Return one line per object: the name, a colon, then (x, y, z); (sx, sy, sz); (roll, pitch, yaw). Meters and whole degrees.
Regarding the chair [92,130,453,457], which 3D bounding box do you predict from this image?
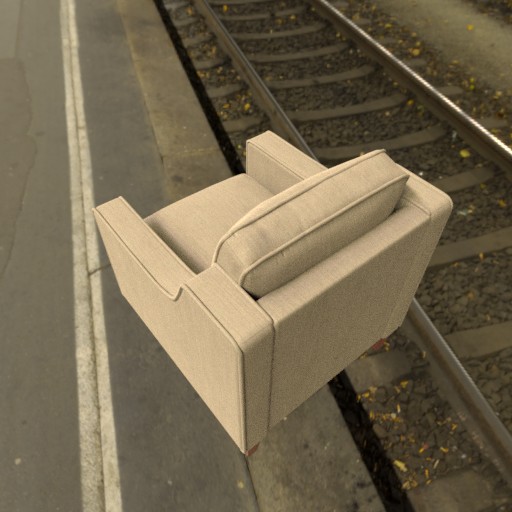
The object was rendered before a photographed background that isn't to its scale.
chair: (0.000, 0.000, 1.657); (0.831, 0.960, 0.909); (-30, 54, -25)
